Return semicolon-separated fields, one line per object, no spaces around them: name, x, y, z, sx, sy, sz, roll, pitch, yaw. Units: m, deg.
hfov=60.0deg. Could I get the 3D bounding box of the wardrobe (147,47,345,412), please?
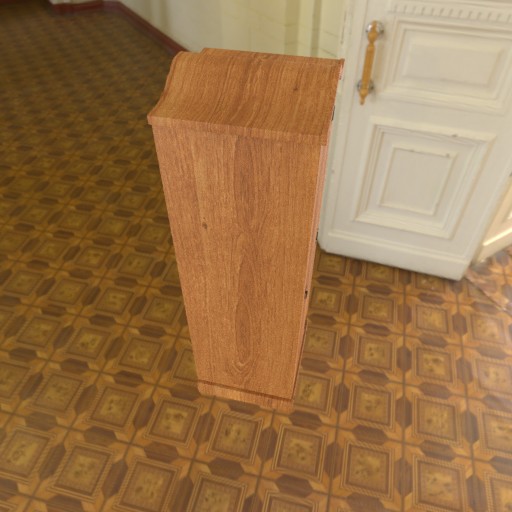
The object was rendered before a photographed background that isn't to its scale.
wardrobe;0.000;0.000;2.159;0.570;1.870;0.590;9;46;9
